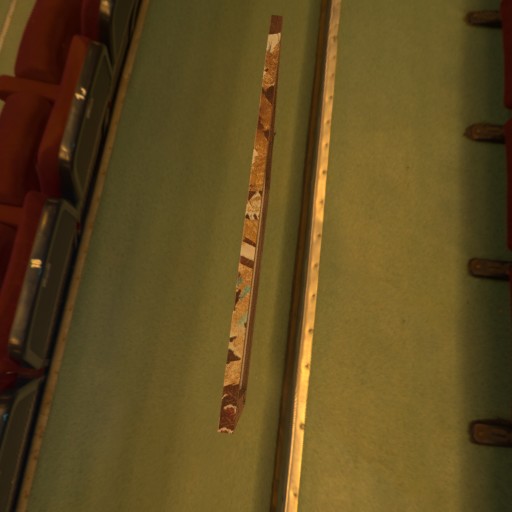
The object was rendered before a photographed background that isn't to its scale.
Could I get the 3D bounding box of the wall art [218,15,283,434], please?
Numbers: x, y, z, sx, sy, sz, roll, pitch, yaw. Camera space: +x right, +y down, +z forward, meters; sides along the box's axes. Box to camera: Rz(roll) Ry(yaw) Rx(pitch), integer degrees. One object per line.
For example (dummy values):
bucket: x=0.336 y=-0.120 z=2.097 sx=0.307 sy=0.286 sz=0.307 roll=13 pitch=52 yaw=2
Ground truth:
wall art: x=0.000 y=0.000 z=1.121 sx=0.028 sy=0.762 sz=0.757 roll=6 pitch=75 yaw=2
